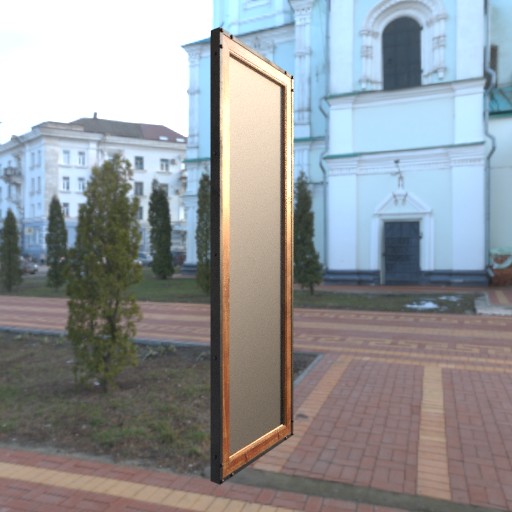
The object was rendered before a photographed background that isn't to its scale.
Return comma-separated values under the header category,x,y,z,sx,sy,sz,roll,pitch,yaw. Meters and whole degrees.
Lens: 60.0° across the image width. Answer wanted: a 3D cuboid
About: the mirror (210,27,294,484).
category,x,y,z,sx,sy,sz,roll,pitch,yaw
mirror,0.000,0.000,1.193,0.042,1.080,0.354,0,0,34
